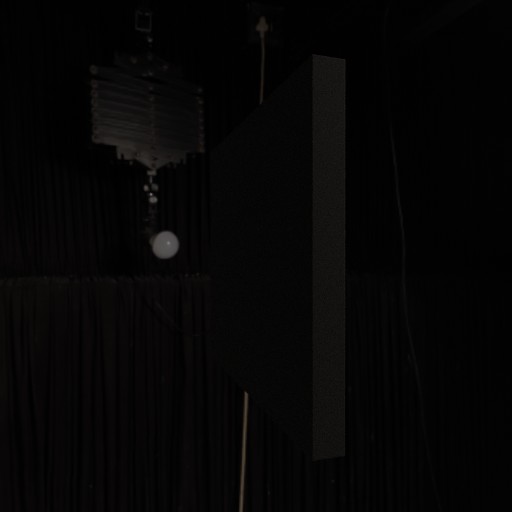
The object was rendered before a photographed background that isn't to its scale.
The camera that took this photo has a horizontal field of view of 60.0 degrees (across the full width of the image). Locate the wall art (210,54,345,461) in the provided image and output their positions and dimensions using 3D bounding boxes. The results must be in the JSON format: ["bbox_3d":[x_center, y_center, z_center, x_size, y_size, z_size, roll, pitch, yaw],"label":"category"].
[{"bbox_3d":[0.000,0.000,0.545,0.031,0.330,0.381,0,1,-18],"label":"wall art"}]
